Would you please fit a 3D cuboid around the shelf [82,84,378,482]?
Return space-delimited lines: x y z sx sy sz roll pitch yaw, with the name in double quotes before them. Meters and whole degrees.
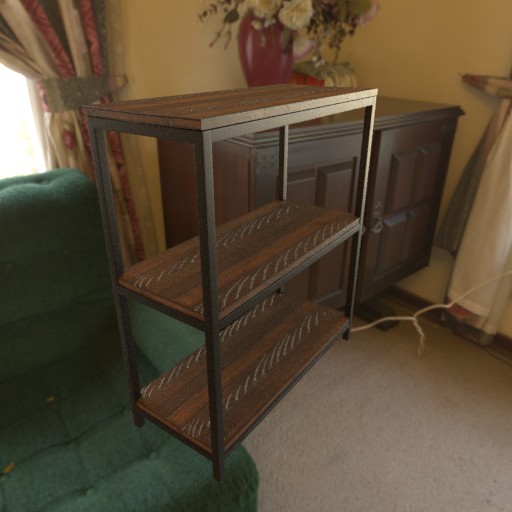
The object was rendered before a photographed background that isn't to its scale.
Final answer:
"shelf" 0.000 0.000 1.386 0.352 0.947 0.822 17 30 32
